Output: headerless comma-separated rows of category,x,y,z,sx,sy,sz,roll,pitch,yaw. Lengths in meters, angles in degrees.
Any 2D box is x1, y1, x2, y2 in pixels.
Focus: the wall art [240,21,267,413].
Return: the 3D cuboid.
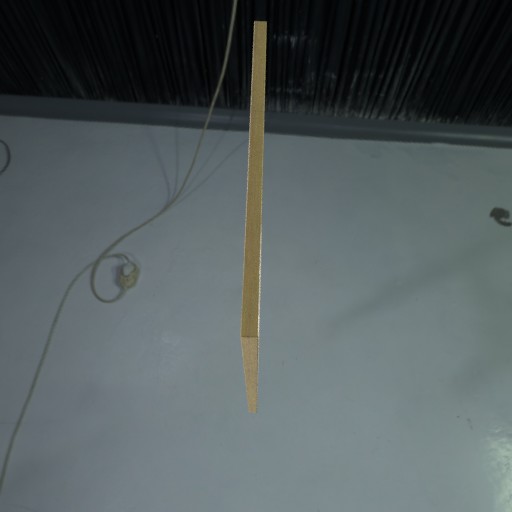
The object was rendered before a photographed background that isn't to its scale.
wall art,0.000,0.000,1.368,0.030,1.002,0.798,1,64,1
